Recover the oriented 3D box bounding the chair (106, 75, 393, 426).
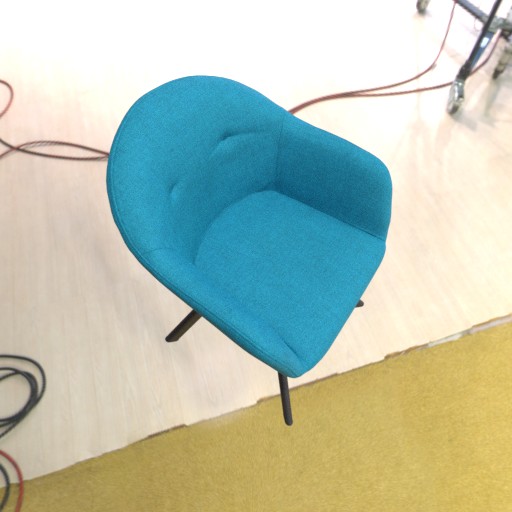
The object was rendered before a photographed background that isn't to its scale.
[{"bbox_3d":[0.000,0.000,1.153,0.565,0.775,0.545,30,64,17],"label":"chair"}]
